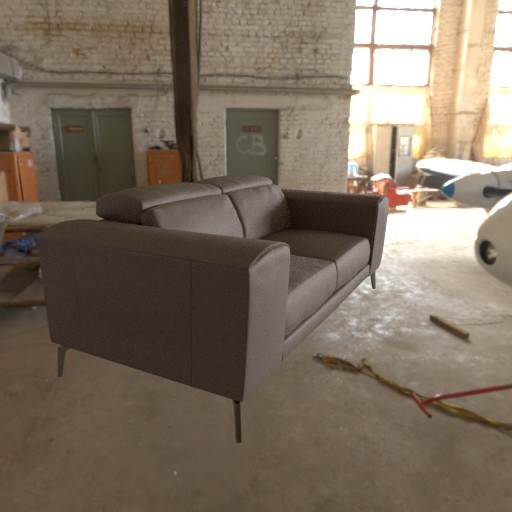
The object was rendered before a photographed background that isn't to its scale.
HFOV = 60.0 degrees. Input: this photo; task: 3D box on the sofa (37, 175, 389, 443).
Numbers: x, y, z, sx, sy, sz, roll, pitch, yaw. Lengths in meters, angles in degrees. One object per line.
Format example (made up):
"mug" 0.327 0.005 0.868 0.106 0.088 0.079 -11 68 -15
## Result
"sofa" 0.000 0.000 2.384 1.003 0.779 1.895 8 17 28
